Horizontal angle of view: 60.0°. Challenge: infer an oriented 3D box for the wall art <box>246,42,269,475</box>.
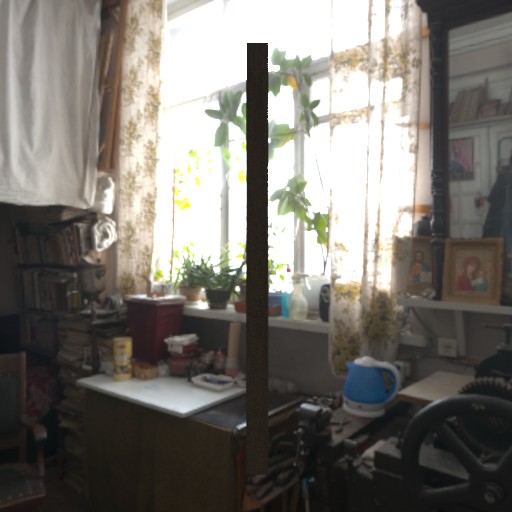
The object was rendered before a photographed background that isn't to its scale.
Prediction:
[{"bbox_3d":[0.000,0.000,1.154,0.039,0.758,0.758,0,1,0],"label":"wall art"}]
